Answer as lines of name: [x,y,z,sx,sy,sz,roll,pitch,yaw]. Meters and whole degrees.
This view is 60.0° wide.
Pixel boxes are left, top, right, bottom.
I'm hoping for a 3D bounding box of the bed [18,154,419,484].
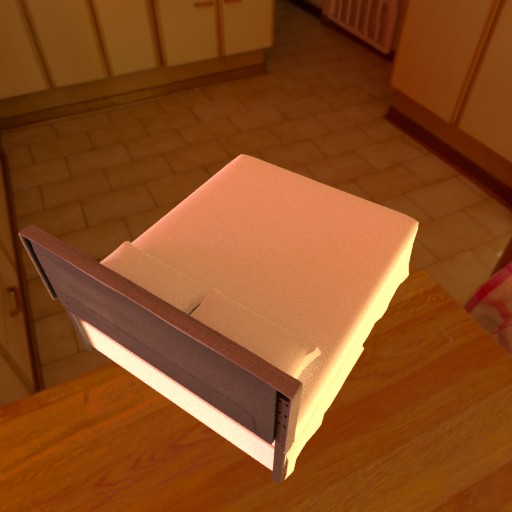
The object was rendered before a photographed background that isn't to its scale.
bed: [0.000,0.000,2.805,1.610,1.089,1.894,26,52,23]
